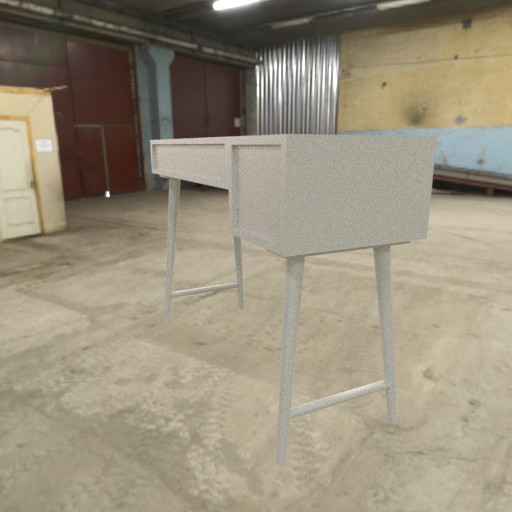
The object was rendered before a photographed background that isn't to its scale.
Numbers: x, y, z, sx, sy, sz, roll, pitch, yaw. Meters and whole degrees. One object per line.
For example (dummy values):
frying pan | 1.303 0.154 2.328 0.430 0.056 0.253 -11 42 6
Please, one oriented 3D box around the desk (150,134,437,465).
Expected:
desk | 0.000 0.000 1.485 0.409 0.761 1.069 -7 16 -26
